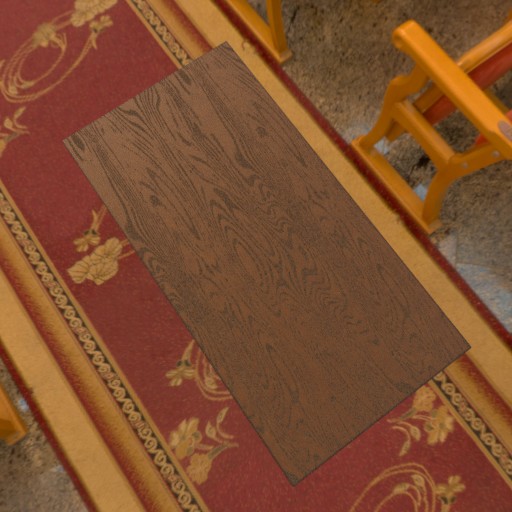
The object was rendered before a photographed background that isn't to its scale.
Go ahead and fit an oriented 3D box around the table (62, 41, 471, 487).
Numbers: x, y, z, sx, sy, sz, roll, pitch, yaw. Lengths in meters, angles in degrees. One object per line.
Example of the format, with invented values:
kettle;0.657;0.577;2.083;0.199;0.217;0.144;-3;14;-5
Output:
table;0.000;0.000;2.508;1.016;0.762;1.981;-35;80;-7
